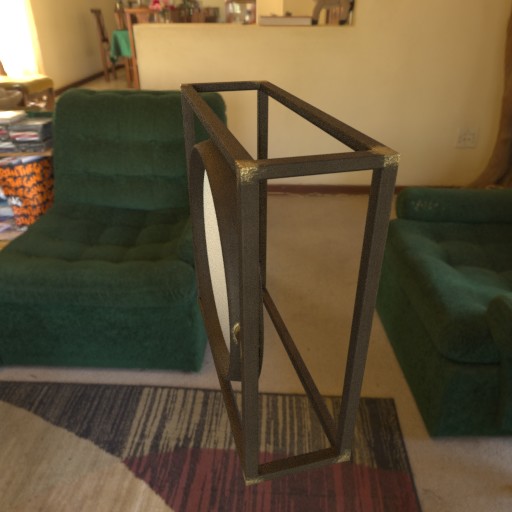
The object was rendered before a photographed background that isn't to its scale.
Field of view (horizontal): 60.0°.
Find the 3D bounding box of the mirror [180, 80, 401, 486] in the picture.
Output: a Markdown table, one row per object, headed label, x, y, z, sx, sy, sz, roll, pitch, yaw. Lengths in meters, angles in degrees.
| label | x | y | z | sx | sy | sz | roll | pitch | yaw |
| --- | --- | --- | --- | --- | --- | --- | --- | --- | --- |
| mirror | 0.000 | 0.000 | 0.470 | 0.107 | 0.303 | 0.306 | -8 | 31 | -13 |
